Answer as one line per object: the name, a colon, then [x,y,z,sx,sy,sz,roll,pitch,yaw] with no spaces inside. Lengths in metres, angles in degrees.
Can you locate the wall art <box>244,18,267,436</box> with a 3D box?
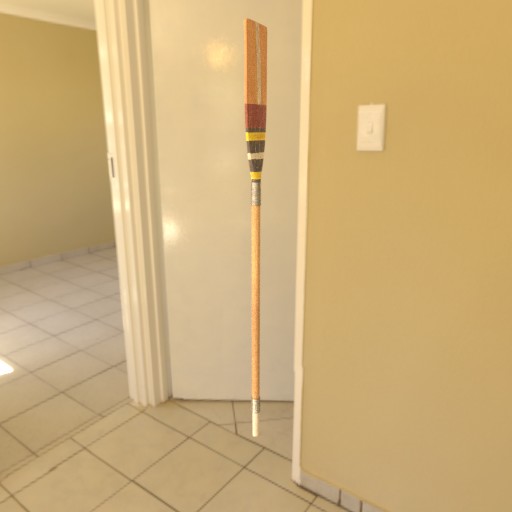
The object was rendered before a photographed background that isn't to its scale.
wall art: [0.000,0.000,1.636,0.038,1.556,0.146,8,18,26]
